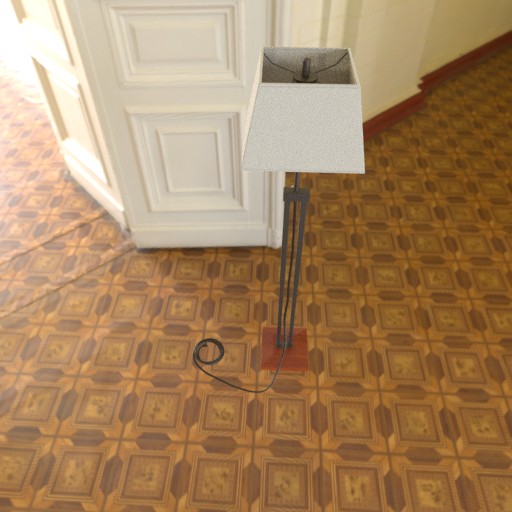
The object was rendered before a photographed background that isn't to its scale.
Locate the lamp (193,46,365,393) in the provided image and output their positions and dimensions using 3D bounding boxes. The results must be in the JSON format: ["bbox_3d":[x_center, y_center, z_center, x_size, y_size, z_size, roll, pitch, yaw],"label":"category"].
[{"bbox_3d":[0.000,0.000,1.987,0.745,1.712,0.472,2,46,2],"label":"lamp"}]
